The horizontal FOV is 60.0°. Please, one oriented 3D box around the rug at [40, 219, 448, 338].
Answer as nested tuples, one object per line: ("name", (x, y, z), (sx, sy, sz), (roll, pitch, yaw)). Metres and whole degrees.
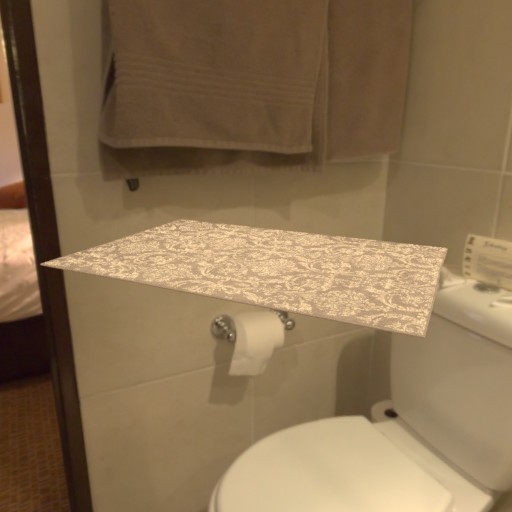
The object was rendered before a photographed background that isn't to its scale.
("rug", (0.000, 0.000, 3.561), (2.746, 0.018, 1.819), (8, 18, 25))
